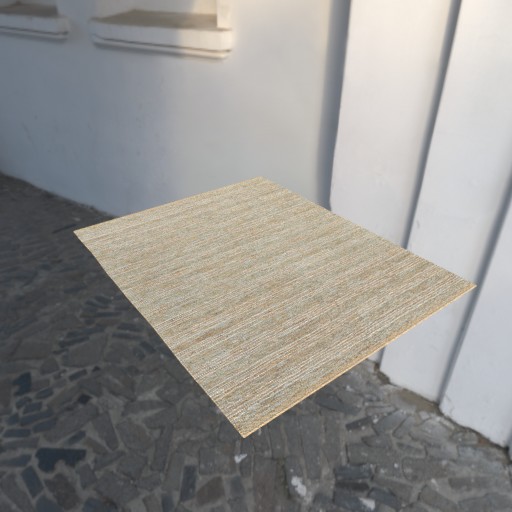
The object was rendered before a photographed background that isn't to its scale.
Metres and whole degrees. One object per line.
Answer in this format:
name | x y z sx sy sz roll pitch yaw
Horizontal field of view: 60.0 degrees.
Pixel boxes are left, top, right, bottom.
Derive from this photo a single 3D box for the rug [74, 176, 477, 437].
rug | 0.000 0.000 4.200 2.471 0.012 3.034 -22 39 -30
